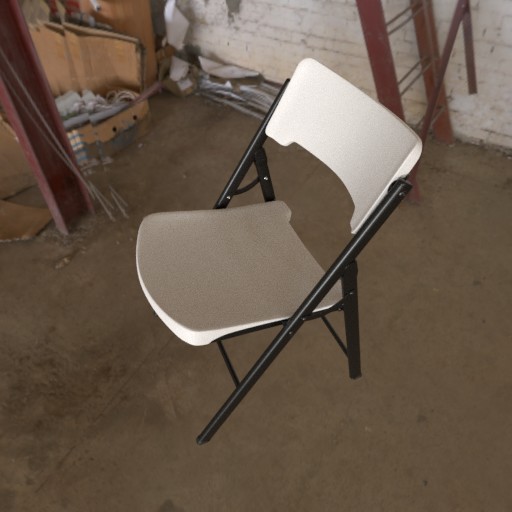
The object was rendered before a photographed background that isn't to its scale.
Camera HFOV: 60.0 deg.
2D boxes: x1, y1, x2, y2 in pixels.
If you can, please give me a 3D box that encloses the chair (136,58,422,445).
[{"bbox_3d":[0.000,0.000,1.115,0.577,0.765,0.482,-17,48,-16],"label":"chair"}]
